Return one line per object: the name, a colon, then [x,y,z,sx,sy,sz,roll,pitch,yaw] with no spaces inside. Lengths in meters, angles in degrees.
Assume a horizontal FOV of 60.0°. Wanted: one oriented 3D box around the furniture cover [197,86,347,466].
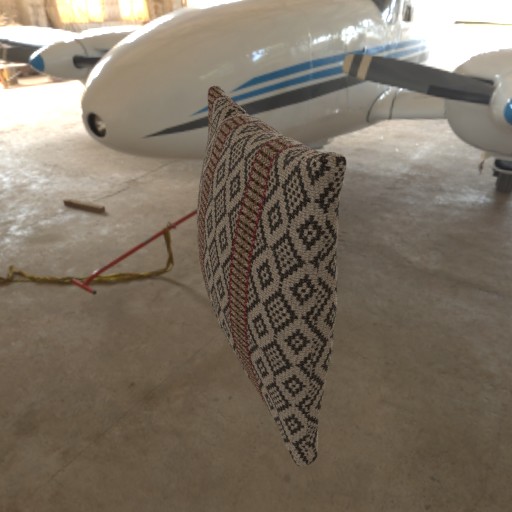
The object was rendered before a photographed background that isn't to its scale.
furniture cover: [0.000,0.000,0.787,0.182,0.506,0.503,-10,31,-17]
